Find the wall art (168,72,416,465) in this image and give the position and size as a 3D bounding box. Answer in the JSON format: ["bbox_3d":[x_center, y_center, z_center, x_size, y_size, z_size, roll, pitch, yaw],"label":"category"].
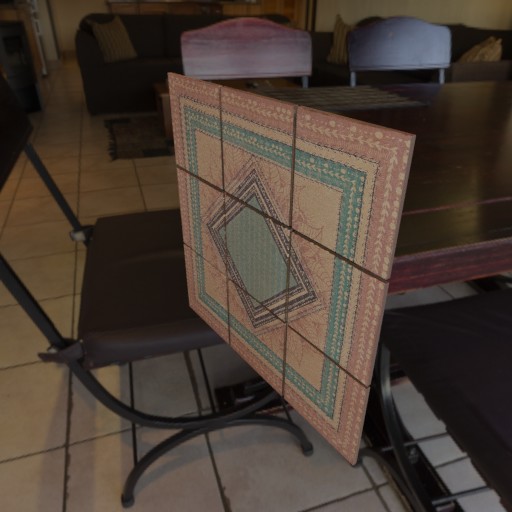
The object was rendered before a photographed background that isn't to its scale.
[{"bbox_3d":[0.000,0.000,1.317,0.013,0.914,0.915,-21,36,-31],"label":"wall art"}]
